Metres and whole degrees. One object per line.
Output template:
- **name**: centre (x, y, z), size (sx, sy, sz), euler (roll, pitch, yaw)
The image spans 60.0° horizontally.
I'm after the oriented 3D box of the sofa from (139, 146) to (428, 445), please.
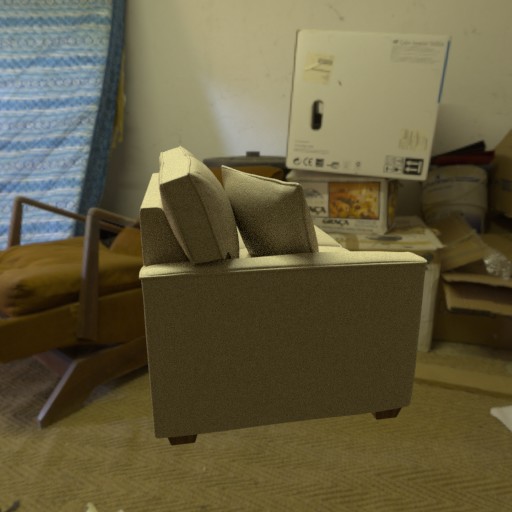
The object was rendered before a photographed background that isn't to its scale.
- **sofa**: centre (0.000, 0.000, 2.128), size (0.991, 0.989, 1.388), euler (-3, 16, -10)
